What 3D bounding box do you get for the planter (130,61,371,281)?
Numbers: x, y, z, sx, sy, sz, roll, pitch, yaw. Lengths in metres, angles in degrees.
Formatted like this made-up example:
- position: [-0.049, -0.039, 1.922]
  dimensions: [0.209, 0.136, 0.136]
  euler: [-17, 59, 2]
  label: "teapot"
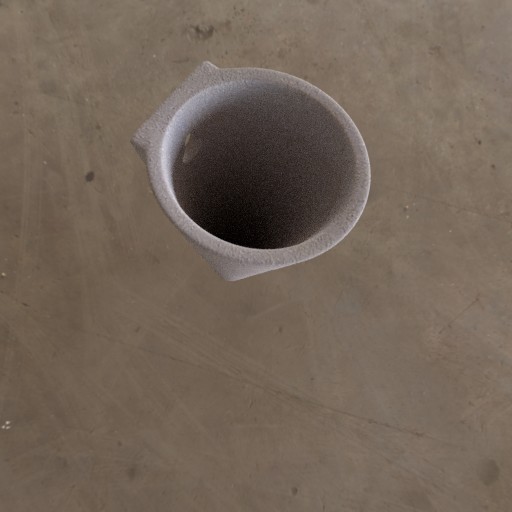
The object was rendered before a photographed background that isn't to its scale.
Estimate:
- position: [0.000, 0.000, 0.287]
  dimensions: [0.087, 0.259, 0.078]
  euler: [36, 77, 10]
  label: "planter"
